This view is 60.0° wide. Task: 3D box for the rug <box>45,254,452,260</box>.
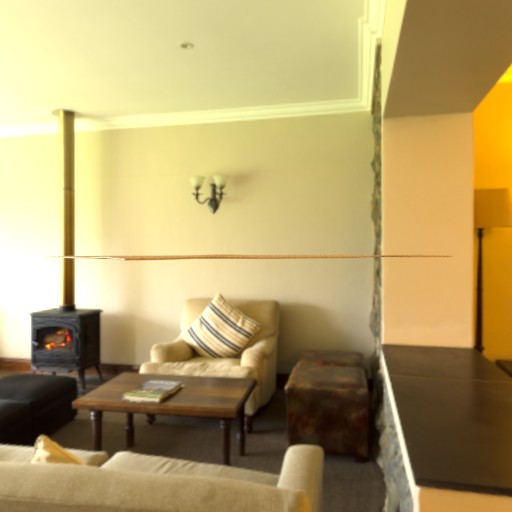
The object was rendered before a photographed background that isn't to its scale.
[{"bbox_3d":[0.000,0.000,3.122,2.439,0.015,1.524,0,1,-36],"label":"rug"}]
